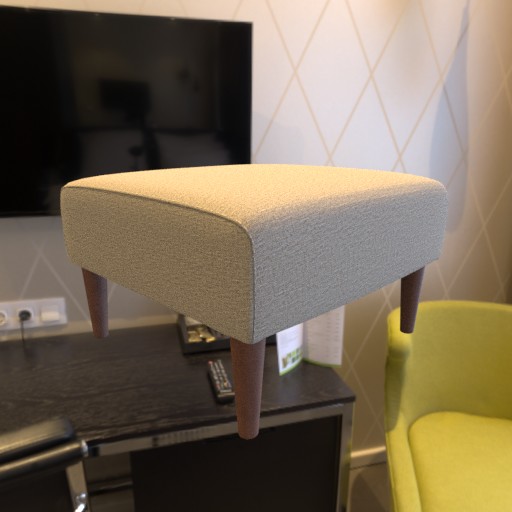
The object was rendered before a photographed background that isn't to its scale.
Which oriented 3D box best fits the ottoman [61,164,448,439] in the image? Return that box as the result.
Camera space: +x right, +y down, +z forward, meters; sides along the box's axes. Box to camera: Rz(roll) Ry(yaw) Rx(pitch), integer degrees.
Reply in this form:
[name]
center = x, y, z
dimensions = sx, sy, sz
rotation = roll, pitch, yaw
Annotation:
[ottoman]
center = 0.000, 0.000, 1.043
dimensions = 0.649, 0.398, 0.650
rotation = 15, 21, 43
